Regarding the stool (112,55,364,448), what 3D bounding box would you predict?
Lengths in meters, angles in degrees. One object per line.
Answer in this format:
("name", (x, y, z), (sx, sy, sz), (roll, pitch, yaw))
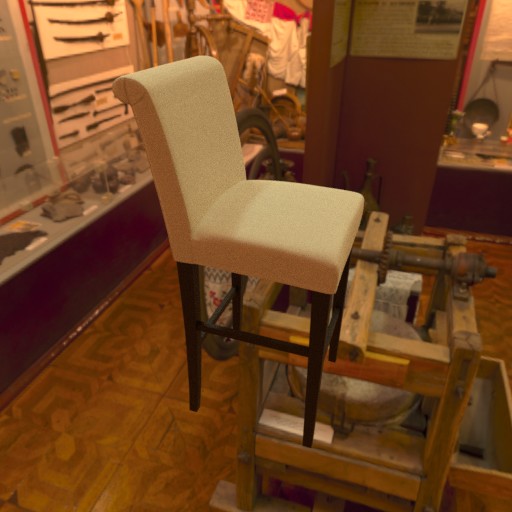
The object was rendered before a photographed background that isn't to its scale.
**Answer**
("stool", (0.000, 0.000, 1.431), (0.597, 1.124, 0.452), (10, 32, 17))
